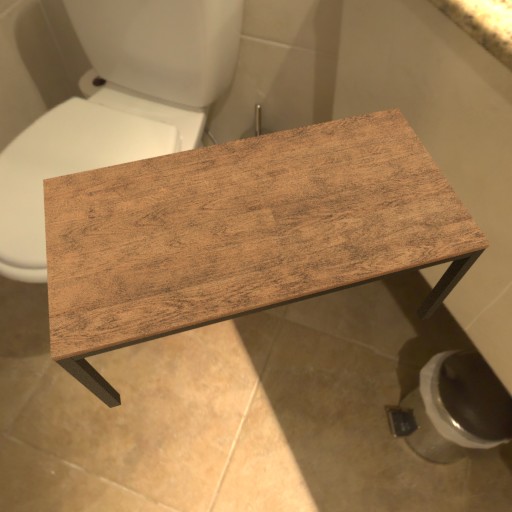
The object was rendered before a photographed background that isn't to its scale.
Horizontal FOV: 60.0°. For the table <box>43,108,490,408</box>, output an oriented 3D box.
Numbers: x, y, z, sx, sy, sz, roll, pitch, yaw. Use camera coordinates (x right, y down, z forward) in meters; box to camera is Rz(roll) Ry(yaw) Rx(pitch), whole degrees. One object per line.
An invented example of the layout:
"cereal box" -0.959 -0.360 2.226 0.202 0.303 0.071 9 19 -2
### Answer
"table" 0.000 0.000 2.292 1.805 0.767 0.893 -14 59 -8
